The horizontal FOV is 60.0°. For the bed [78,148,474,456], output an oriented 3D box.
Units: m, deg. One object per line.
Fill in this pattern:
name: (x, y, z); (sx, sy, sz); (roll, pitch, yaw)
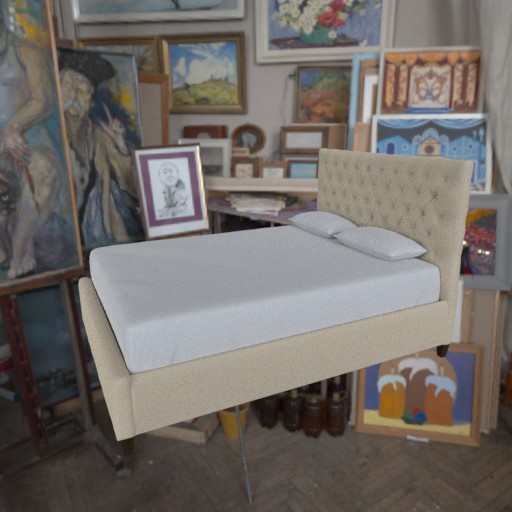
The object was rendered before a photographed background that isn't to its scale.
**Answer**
bed: (0.000, 0.000, 3.285); (2.387, 1.427, 1.698); (-8, 18, -25)
